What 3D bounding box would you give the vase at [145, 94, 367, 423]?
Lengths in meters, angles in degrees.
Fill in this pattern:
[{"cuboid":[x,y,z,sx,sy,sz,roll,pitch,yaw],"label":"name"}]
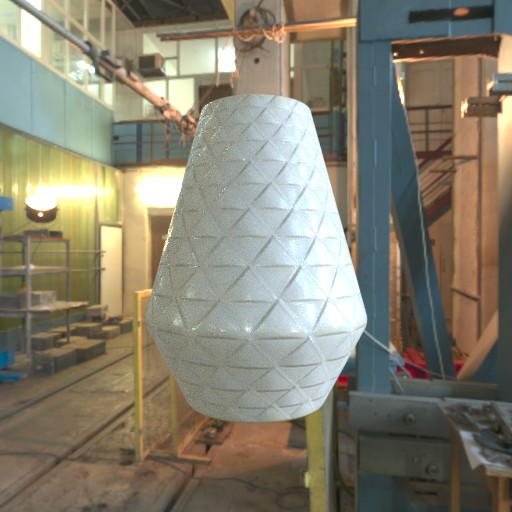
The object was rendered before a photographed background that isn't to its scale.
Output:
[{"cuboid":[0.000,0.000,0.359,0.175,0.230,0.175,0,1,0],"label":"vase"}]
